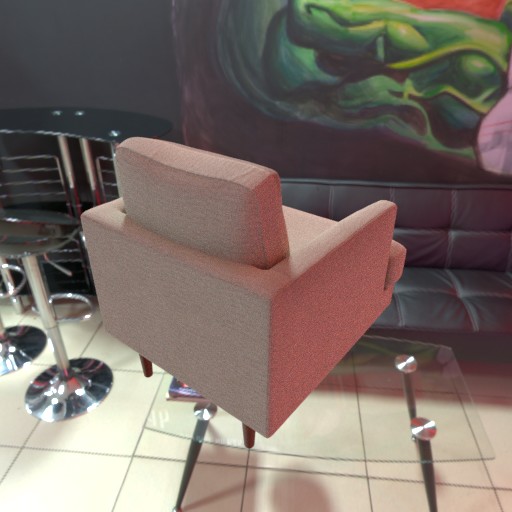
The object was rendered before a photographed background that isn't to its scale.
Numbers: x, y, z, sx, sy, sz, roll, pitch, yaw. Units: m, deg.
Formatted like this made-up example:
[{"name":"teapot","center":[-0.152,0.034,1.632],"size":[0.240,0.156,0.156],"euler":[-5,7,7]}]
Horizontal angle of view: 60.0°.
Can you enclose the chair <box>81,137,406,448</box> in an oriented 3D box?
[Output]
[{"name":"chair","center":[0.000,0.000,1.682],"size":[0.858,0.957,0.899],"euler":[21,36,33]}]
